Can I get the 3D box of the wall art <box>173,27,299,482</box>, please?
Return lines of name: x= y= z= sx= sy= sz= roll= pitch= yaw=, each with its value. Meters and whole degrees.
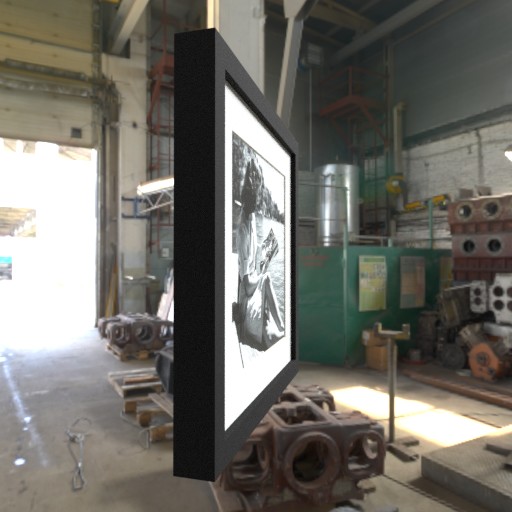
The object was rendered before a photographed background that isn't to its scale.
wall art: x=0.000 y=0.000 z=0.449 sx=0.030 sy=0.305 sz=0.308 roll=0 pitch=-1 yaw=16
